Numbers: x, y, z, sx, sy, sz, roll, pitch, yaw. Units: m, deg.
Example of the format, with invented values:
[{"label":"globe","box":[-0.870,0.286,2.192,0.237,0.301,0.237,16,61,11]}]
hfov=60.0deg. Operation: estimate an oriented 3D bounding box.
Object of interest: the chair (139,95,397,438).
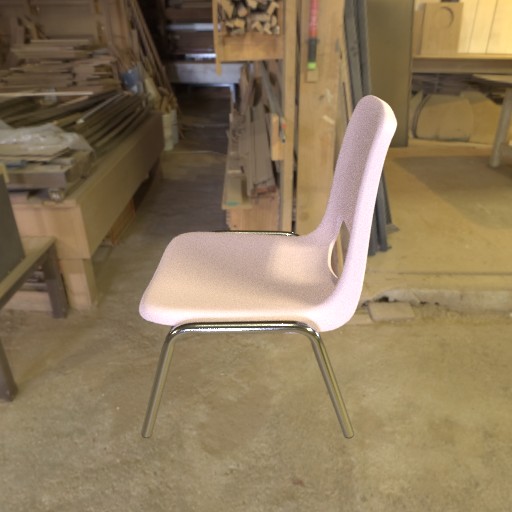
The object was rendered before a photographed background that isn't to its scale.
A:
[{"label":"chair","box":[0.000,0.000,0.790,0.385,0.537,0.354,1,27,2]}]
